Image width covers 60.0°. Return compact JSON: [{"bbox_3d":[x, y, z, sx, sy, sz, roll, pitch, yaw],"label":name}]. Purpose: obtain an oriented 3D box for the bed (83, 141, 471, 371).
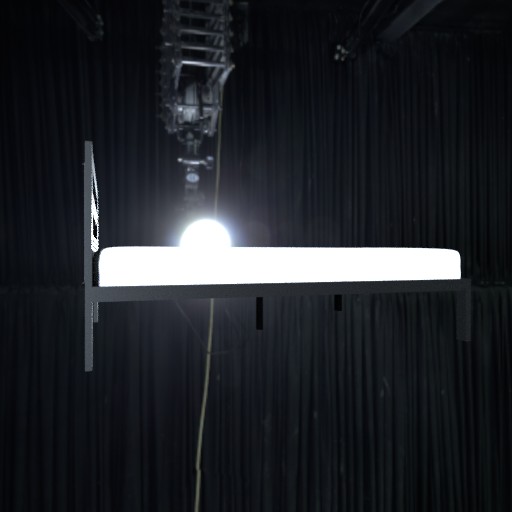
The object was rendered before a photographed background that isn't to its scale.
[{"bbox_3d":[0.000,0.000,2.909,2.062,0.967,1.524,0,0,-19],"label":"bed"}]
